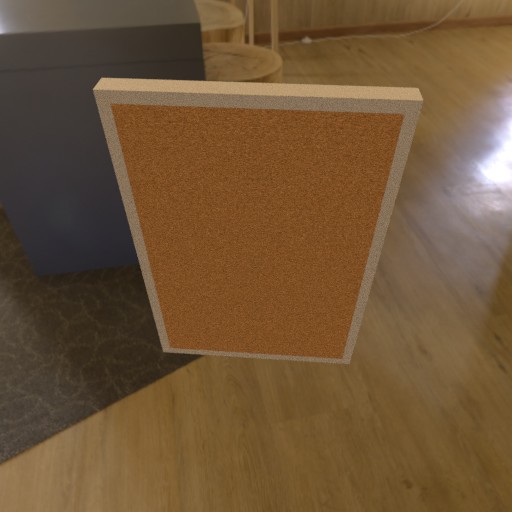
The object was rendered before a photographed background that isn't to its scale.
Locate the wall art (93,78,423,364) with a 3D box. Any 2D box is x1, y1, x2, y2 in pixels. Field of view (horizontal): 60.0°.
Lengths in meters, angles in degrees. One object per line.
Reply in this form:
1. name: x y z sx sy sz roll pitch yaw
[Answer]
1. wall art: 0.000 0.000 0.847 0.450 0.657 0.038 3 45 3
